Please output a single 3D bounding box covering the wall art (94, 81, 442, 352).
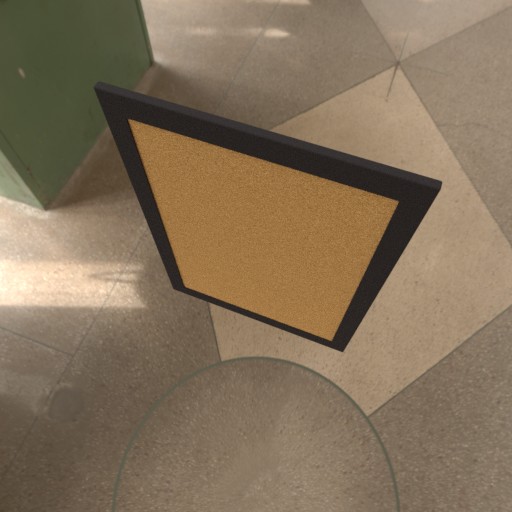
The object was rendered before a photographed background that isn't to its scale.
[{"bbox_3d":[0.000,0.000,0.680,0.374,0.529,0.012,19,63,10],"label":"wall art"}]
